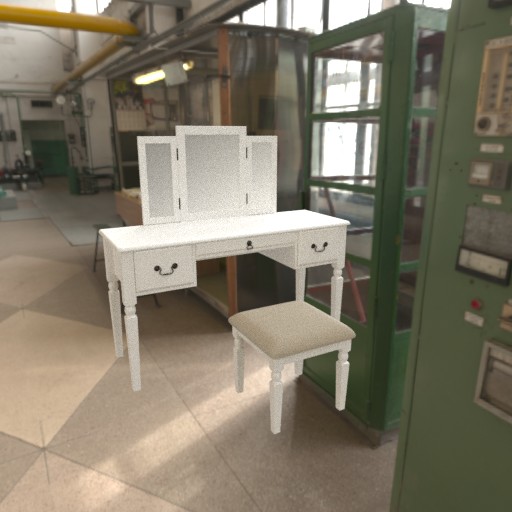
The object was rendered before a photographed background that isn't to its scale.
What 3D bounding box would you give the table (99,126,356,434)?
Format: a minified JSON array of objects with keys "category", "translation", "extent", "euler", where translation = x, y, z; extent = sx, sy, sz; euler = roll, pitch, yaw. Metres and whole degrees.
[{"category":"table","translation":[0.000,0.000,2.305],"extent":[1.369,1.310,1.115],"euler":[-8,17,-27]}]
